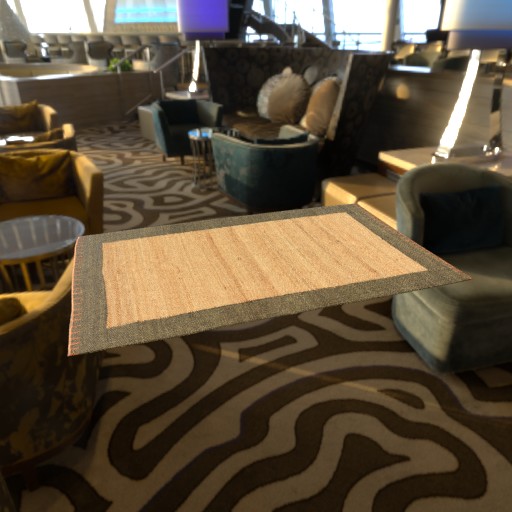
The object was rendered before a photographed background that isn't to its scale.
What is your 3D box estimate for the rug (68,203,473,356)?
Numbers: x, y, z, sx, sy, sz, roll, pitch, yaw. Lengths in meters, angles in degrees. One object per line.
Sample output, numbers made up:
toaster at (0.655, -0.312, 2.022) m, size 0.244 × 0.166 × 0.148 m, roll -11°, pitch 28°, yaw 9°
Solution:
rug at (0.000, 0.000, 3.118) m, size 2.435 × 0.006 × 1.521 m, roll -8°, pitch 28°, yaw -16°
